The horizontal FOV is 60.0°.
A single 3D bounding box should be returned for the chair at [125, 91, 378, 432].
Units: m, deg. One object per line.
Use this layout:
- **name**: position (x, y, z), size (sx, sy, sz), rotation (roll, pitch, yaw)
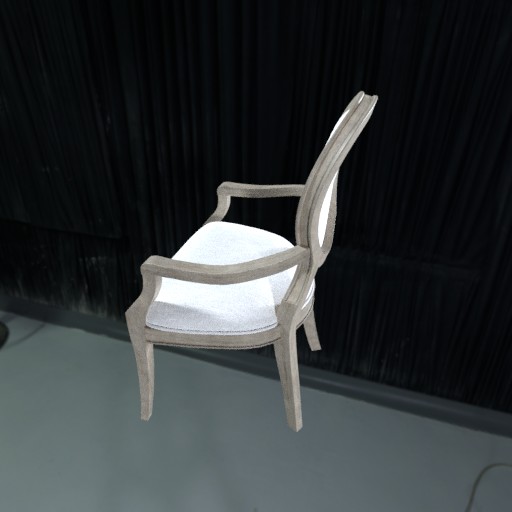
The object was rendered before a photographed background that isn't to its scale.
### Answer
- **chair**: position (0.000, 0.000, 1.372), size (0.602, 0.991, 0.611), rotation (8, 31, 14)
